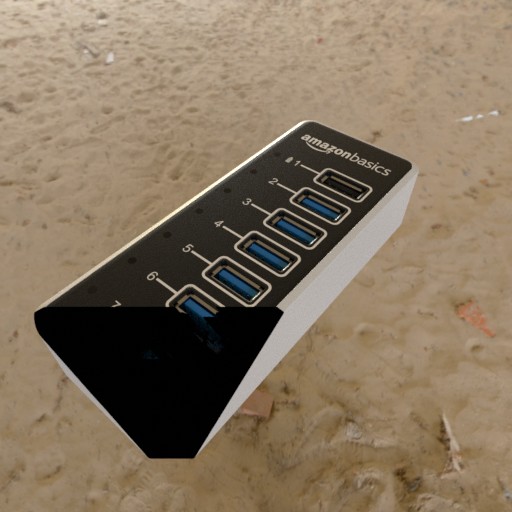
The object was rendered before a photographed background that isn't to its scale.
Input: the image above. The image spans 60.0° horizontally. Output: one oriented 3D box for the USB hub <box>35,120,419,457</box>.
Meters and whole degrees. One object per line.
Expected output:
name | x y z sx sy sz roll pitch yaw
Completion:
USB hub | 0.000 0.000 0.126 0.044 0.023 0.110 32 55 25
